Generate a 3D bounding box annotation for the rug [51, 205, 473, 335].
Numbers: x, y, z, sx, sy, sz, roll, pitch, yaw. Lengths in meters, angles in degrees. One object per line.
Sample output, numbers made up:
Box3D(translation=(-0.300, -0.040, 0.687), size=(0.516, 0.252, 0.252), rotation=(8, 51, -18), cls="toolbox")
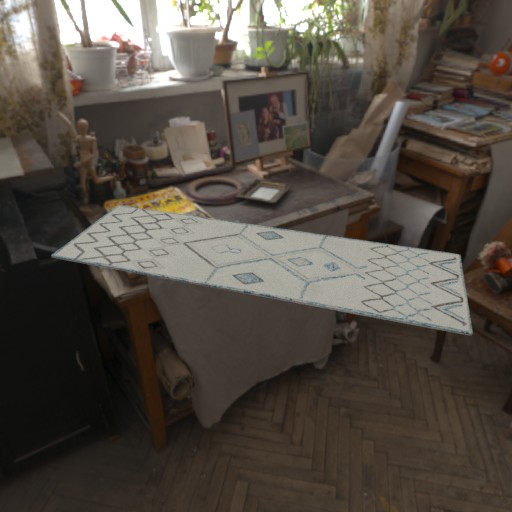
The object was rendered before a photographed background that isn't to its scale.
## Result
Box3D(translation=(0.000, 0.000, 2.763), size=(2.434, 0.013, 0.770), rotation=(9, 33, 15), cls="rug")
